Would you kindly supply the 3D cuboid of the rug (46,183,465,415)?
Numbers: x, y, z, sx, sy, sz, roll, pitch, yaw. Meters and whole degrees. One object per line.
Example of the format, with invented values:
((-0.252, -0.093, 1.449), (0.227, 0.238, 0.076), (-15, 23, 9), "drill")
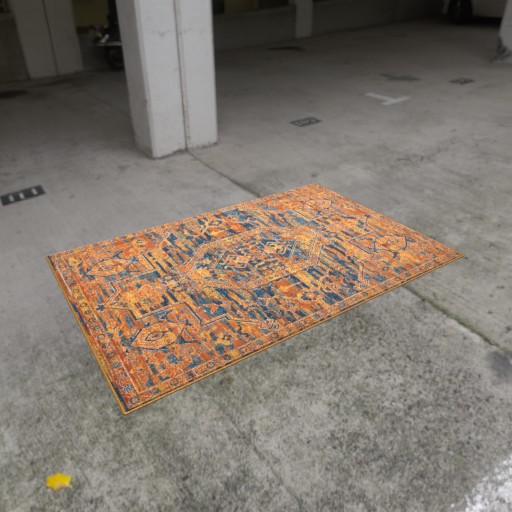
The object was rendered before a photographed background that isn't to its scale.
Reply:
((0.000, 0.000, 2.214), (1.758, 0.013, 1.148), (-19, 36, -28), "rug")
